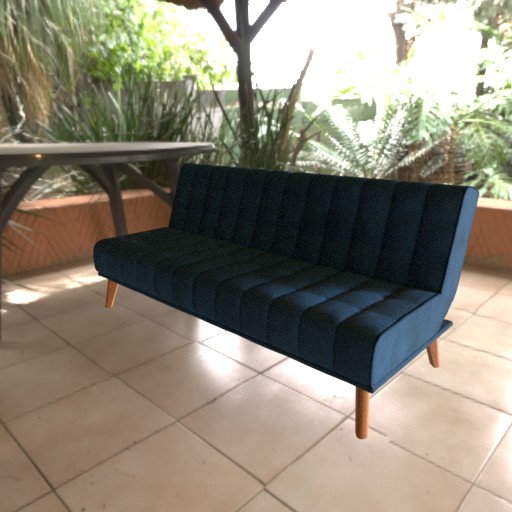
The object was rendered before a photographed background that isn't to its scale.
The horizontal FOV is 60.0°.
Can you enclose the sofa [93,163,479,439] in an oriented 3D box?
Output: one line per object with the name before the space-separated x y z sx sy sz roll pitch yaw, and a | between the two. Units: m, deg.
sofa | 0.000 0.000 2.272 1.804 0.813 0.855 14 22 41
